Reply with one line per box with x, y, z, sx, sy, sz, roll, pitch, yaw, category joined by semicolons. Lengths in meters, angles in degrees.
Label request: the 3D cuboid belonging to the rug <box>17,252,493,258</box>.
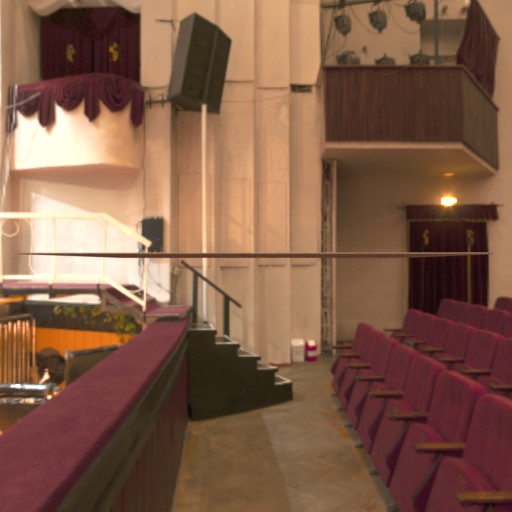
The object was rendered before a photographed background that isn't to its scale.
0.000;0.000;2.195;1.749;0.015;1.141;0;-1;2;rug
